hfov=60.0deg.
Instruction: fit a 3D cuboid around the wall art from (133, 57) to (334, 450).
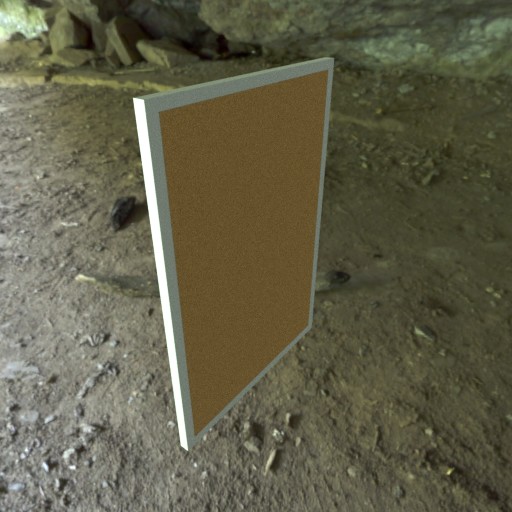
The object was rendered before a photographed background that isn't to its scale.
[{"bbox_3d":[0.000,0.000,0.562,0.013,0.433,0.303,22,37,31],"label":"wall art"}]
